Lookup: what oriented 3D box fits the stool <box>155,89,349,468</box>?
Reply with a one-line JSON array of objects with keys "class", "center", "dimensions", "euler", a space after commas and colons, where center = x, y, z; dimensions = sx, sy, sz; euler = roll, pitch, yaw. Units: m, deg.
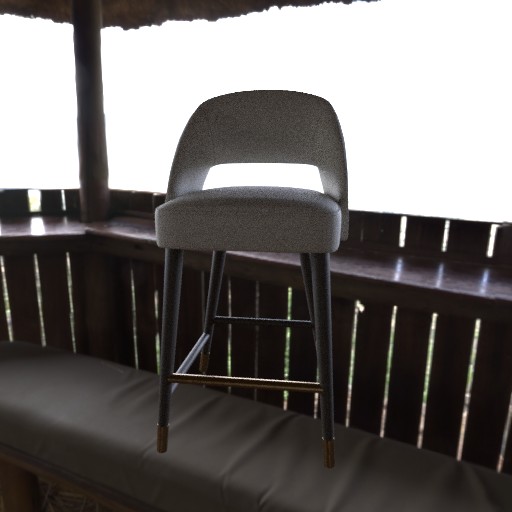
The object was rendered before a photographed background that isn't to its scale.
[{"class": "stool", "center": [0.000, 0.000, 1.244], "dimensions": [0.494, 0.940, 0.509], "euler": [2, 14, 7]}]
